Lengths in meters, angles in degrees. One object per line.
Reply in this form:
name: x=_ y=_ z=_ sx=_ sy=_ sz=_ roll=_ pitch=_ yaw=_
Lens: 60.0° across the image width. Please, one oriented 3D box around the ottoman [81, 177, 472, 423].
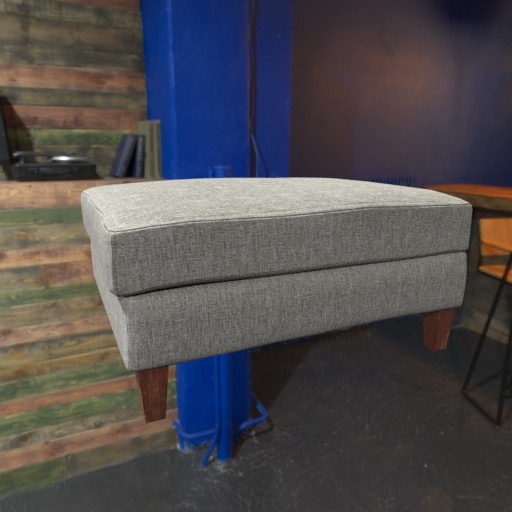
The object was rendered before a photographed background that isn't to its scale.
ottoman: x=0.000 y=0.000 z=1.432 sx=0.994 sy=0.492 sz=0.839 roll=-6 pitch=16 yaw=-24
